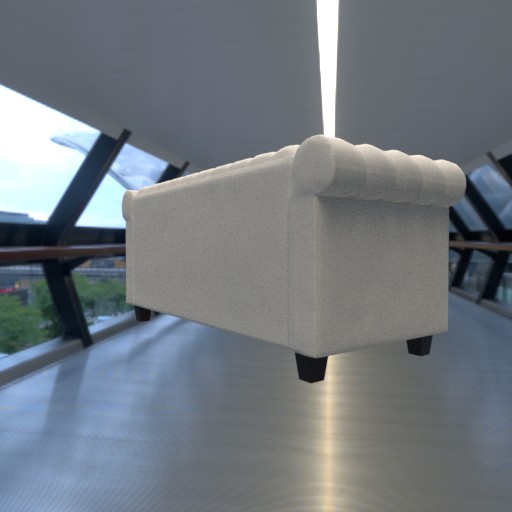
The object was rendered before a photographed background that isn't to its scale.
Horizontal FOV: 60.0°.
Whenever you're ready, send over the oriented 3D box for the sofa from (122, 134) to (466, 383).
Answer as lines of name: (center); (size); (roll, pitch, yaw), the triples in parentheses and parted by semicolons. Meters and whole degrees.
sofa: (0.000, 0.000, 2.240); (0.771, 0.796, 1.798); (-1, 1, -36)
